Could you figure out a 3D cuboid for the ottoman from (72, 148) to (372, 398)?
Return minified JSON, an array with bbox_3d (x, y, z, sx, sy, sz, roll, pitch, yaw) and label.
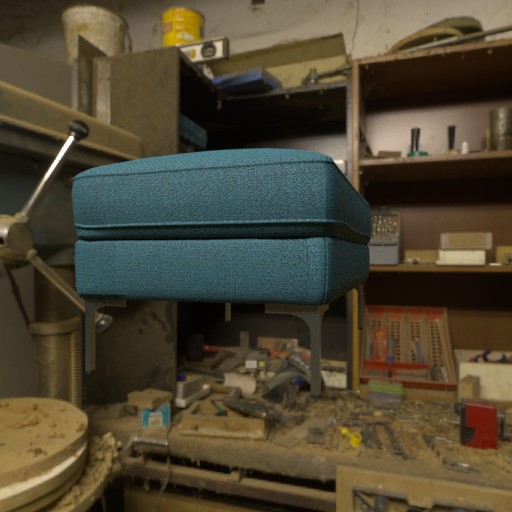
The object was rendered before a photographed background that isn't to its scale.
[{"bbox_3d":[0.000,0.000,1.223,0.563,0.498,0.856,0,0,19],"label":"ottoman"}]
